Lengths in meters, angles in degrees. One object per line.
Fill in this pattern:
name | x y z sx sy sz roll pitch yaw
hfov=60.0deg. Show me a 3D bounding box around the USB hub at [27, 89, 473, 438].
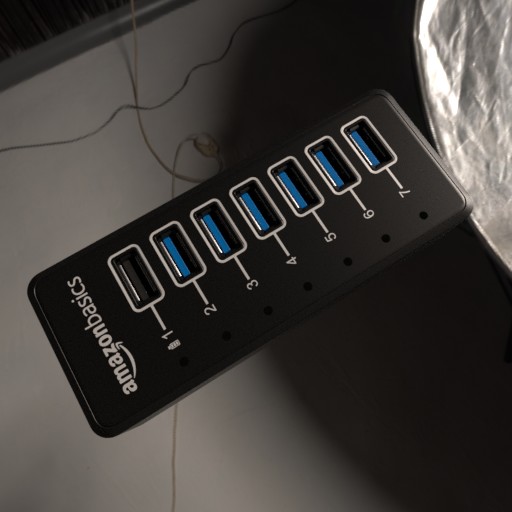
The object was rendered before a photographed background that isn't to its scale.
USB hub | 0.000 0.000 0.123 0.110 0.023 0.044 -31 77 -8
